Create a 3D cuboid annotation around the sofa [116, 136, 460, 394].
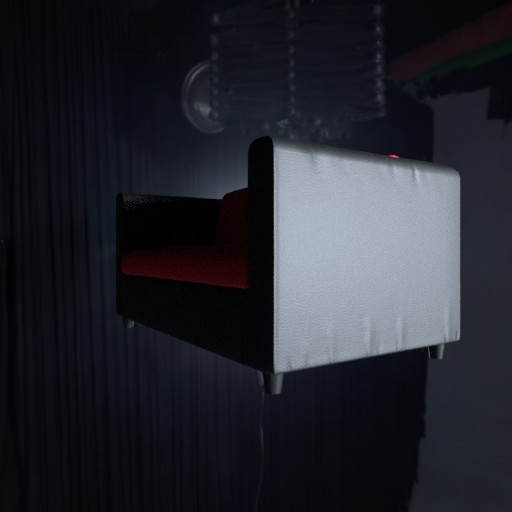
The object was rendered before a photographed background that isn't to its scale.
[{"bbox_3d":[0.000,0.000,1.939,0.845,0.735,1.410,0,0,-33],"label":"sofa"}]
